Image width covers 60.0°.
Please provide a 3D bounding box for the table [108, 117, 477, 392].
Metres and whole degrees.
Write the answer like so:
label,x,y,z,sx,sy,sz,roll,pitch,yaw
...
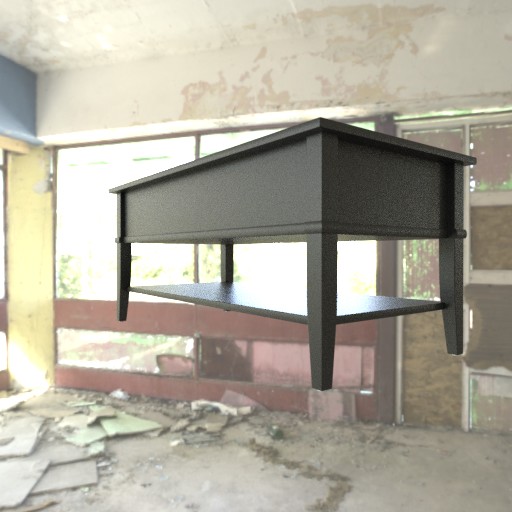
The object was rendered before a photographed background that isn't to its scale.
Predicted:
label,x,y,z,sx,sy,sz,roll,pitch,yaw
table,0.000,0.000,1.310,0.523,0.470,1.044,0,0,-37
